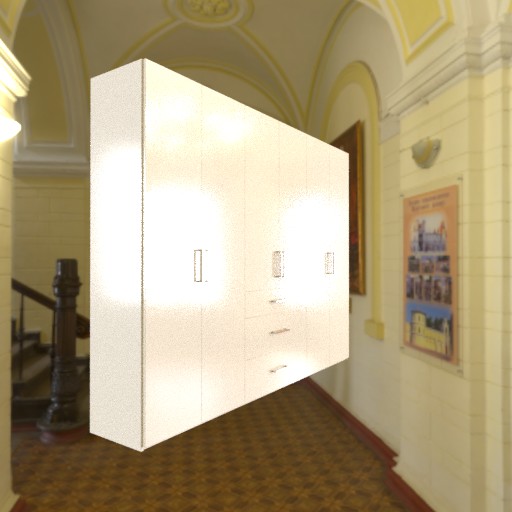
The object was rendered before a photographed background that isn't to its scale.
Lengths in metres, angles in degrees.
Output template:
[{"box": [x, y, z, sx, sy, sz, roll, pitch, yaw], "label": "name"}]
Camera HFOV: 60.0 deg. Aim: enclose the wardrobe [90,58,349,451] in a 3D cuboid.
[{"box": [0.000, 0.000, 4.010, 0.580, 2.360, 3.000, 0, 0, 35], "label": "wardrobe"}]
